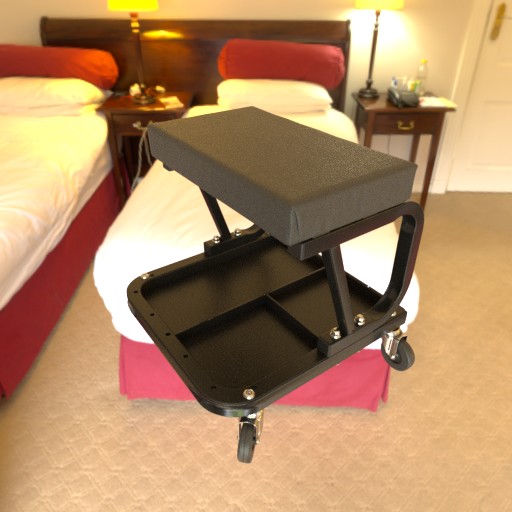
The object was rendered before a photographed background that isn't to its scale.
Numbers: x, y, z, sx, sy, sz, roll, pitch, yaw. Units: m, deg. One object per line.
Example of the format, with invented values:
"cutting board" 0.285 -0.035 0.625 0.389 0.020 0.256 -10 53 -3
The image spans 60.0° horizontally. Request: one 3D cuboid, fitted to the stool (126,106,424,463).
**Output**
"stool" 0.000 0.000 0.730 0.371 0.380 0.446 -21 38 -30
